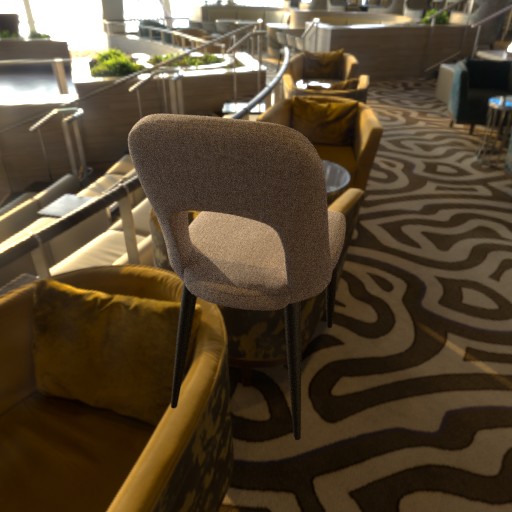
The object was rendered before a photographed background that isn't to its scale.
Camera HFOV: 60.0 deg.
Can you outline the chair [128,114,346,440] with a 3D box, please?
[{"bbox_3d":[0.000,0.000,1.293,0.470,0.931,0.612,9,33,15],"label":"chair"}]
